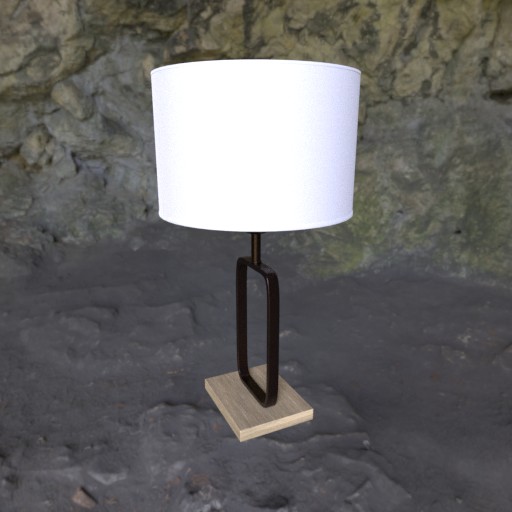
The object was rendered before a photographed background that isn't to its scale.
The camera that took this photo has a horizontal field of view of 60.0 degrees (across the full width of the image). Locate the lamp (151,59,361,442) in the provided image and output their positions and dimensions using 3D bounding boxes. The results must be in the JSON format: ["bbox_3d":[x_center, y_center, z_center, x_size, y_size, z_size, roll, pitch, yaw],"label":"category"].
[{"bbox_3d":[0.000,0.000,0.670,0.279,0.508,0.279,-7,17,-24],"label":"lamp"}]
